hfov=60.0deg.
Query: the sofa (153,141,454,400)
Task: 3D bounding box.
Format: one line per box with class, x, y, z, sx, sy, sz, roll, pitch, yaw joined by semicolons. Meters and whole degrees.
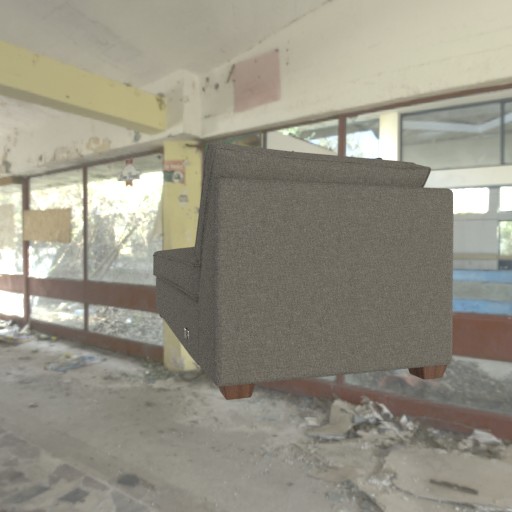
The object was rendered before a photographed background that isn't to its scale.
sofa;0.000;0.000;2.806;1.110;1.033;2.237;0;1;-18
